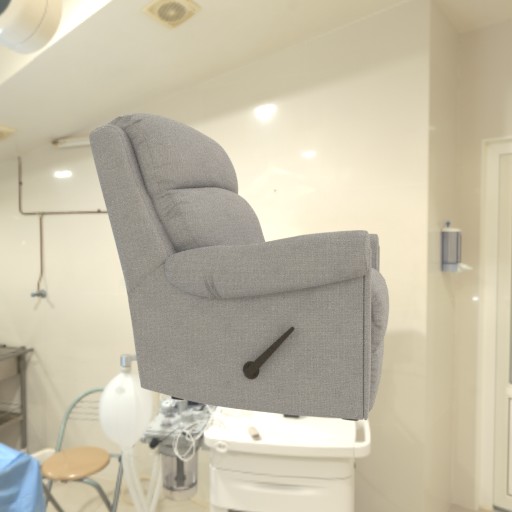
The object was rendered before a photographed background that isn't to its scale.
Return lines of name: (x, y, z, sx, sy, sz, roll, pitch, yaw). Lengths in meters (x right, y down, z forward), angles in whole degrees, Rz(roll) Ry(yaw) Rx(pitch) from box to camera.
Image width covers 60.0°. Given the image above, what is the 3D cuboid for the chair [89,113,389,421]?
chair: (0.000, 0.000, 1.759, 1.014, 1.054, 0.838, 1, 2, 17)
